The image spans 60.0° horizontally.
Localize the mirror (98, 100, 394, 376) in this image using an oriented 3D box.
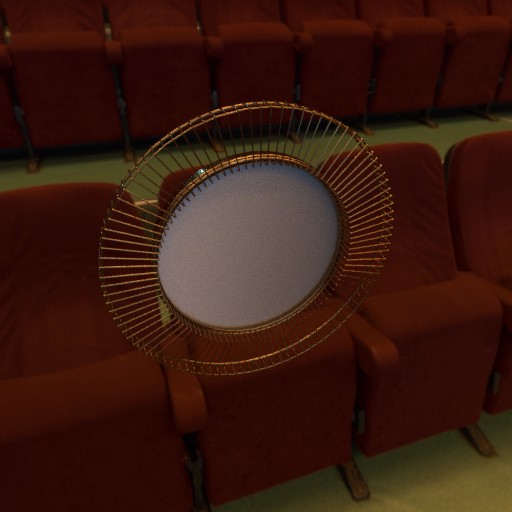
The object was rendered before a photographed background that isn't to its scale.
[{"bbox_3d":[0.000,0.000,1.048,0.703,0.703,0.067,-10,33,-16],"label":"mirror"}]
